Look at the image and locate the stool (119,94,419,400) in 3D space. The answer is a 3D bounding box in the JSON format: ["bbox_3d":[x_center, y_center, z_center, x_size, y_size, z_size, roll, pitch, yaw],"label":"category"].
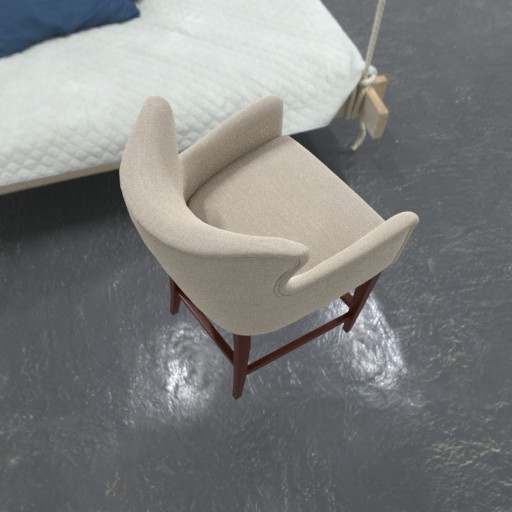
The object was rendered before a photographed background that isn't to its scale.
[{"bbox_3d":[0.000,0.000,1.415,0.637,0.987,0.615,-32,64,-18],"label":"stool"}]
